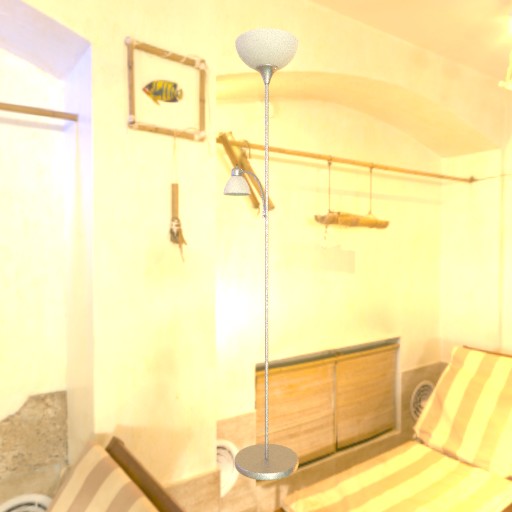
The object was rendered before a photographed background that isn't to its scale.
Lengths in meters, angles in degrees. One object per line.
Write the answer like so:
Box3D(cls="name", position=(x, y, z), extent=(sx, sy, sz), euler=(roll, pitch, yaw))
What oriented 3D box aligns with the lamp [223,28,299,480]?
Box3D(cls="lamp", position=(0.000, 0.000, 1.963), extent=(0.279, 1.804, 0.425), euler=(-1, 2, -37))
